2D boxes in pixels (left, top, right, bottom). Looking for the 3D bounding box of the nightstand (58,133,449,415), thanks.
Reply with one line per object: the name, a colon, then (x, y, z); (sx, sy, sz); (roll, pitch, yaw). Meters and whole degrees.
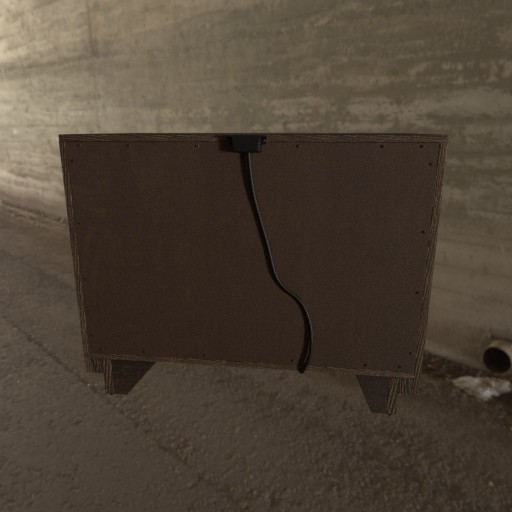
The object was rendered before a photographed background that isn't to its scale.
nightstand: (0.000, 0.000, 1.149); (0.775, 0.612, 0.457); (2, 16, 7)
